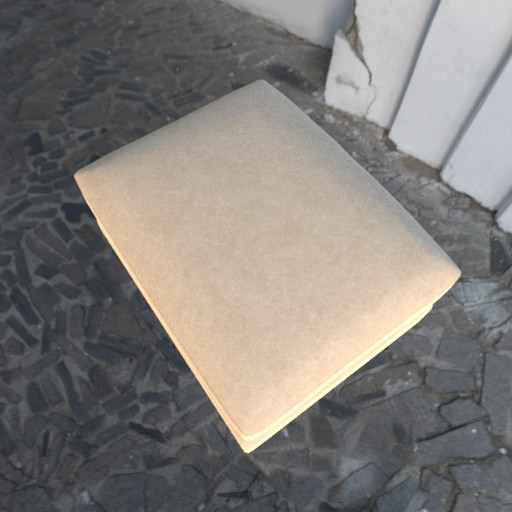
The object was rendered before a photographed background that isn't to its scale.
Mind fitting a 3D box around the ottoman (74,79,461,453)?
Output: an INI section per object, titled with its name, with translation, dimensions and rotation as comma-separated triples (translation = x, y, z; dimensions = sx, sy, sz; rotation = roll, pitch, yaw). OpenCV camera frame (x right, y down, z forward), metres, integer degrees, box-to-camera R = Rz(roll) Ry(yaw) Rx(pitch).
[ottoman]
translation = 0.000, 0.000, 1.155
dimensions = 0.584, 0.513, 0.741
rotation = -32, 67, -16
